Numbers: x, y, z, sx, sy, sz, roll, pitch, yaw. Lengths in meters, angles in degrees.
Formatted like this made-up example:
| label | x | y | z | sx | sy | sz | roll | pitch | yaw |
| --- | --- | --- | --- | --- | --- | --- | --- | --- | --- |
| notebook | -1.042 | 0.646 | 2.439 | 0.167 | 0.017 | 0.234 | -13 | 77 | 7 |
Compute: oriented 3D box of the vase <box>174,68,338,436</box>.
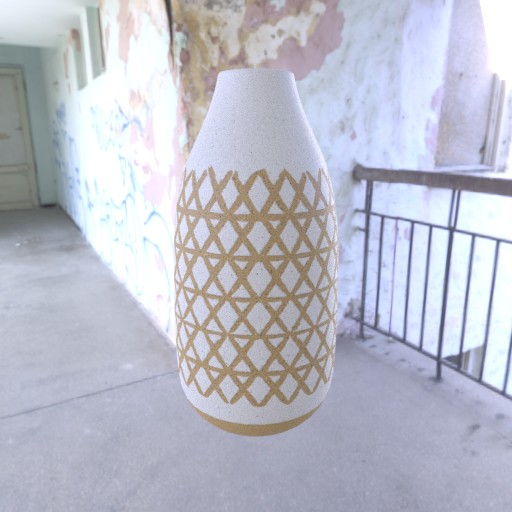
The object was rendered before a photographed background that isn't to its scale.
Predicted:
| label | x | y | z | sx | sy | sz | roll | pitch | yaw |
| --- | --- | --- | --- | --- | --- | --- | --- | --- | --- |
| vase | 0.000 | 0.000 | 0.495 | 0.186 | 0.380 | 0.186 | 0 | 16 | 0 |
